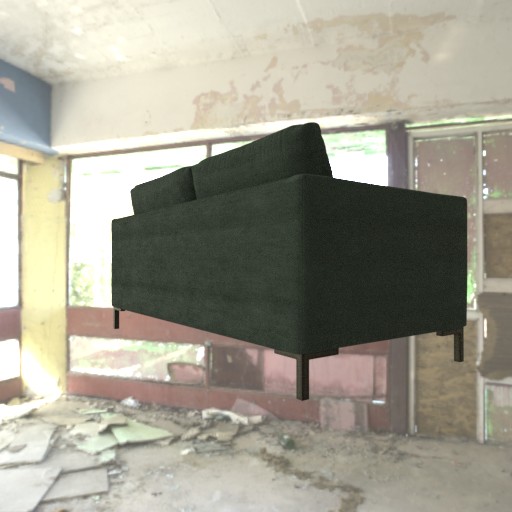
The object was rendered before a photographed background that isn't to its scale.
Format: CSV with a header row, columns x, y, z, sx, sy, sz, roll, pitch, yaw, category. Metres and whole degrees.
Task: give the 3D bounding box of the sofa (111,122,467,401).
x,y,z,sx,sy,sz,roll,pitch,yaw,category
0.000,0.000,2.118,0.875,0.817,1.676,0,-1,-36,sofa
